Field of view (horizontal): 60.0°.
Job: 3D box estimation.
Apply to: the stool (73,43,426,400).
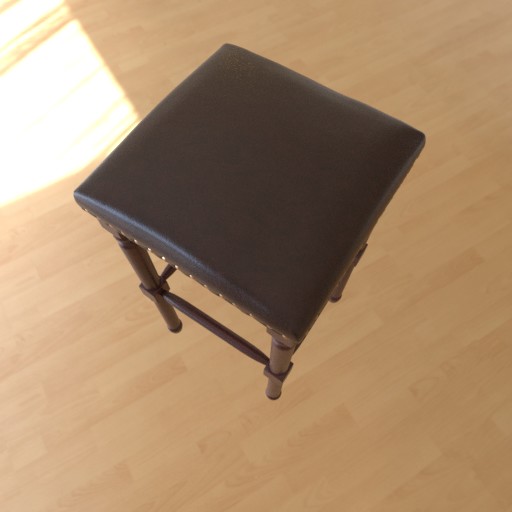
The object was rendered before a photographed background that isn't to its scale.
[{"bbox_3d":[0.000,0.000,0.917,0.382,0.702,0.383,31,67,14],"label":"stool"}]
